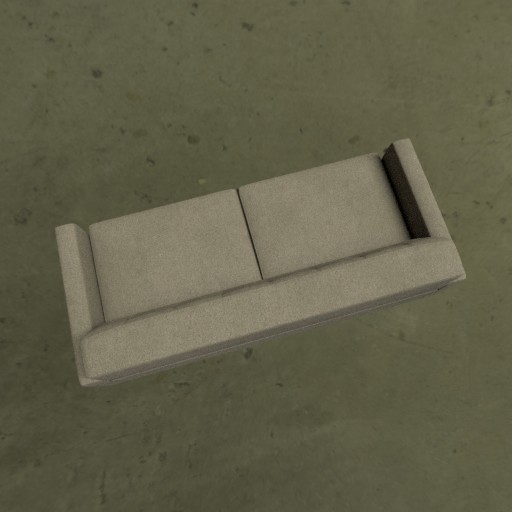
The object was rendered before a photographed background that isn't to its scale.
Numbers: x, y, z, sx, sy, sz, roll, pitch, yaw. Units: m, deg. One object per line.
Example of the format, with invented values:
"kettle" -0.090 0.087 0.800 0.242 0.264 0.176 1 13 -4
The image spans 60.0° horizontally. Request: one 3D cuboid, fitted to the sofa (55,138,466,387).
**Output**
"sofa" 0.000 0.000 2.486 2.029 0.841 0.909 -15 75 -4
